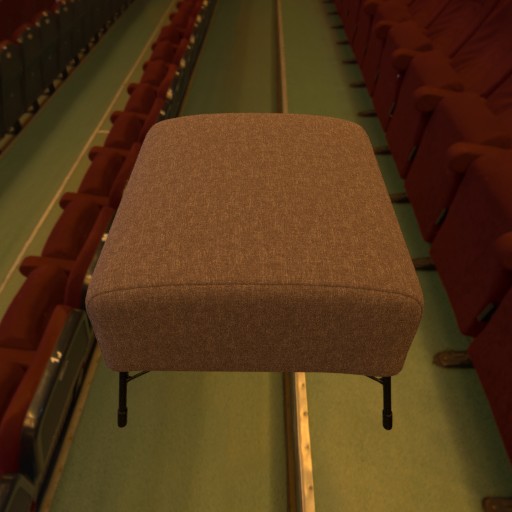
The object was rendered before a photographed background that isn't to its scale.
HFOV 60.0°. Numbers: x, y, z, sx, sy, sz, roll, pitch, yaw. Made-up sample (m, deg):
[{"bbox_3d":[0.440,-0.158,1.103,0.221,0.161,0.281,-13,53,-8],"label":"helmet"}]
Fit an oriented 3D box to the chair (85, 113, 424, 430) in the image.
[{"bbox_3d":[0.000,0.000,0.899,0.530,0.410,0.530,0,44,0],"label":"chair"}]
